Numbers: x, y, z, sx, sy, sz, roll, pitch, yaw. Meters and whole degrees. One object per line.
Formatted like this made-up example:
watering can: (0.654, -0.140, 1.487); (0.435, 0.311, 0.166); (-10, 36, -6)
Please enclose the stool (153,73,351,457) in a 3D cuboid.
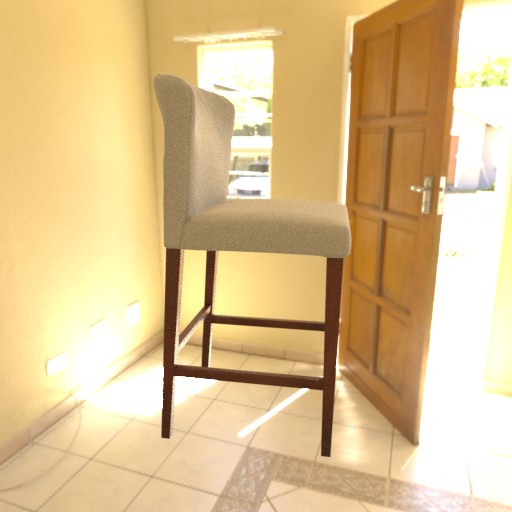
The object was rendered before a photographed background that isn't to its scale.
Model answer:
stool: (0.000, 0.000, 1.399); (0.568, 1.069, 0.479); (2, 14, 10)
